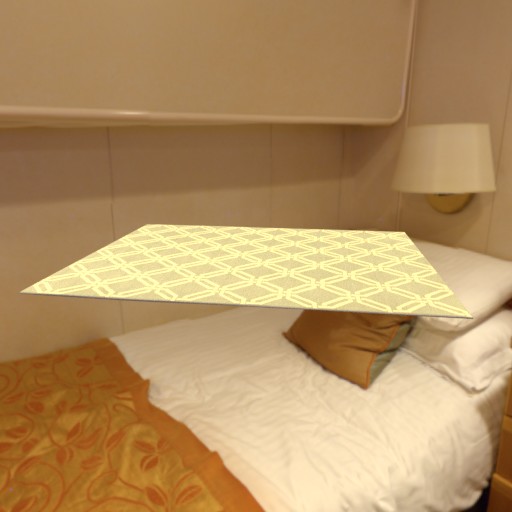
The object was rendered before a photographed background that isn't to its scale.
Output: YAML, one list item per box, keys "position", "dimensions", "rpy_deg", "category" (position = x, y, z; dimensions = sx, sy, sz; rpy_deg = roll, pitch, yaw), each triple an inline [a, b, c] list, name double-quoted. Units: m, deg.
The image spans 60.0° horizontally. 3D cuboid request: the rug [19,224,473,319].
- position: [0.000, 0.000, 3.872]
  dimensions: [2.895, 0.018, 2.288]
  rpy_deg: [2, 16, 8]
  category: "rug"
